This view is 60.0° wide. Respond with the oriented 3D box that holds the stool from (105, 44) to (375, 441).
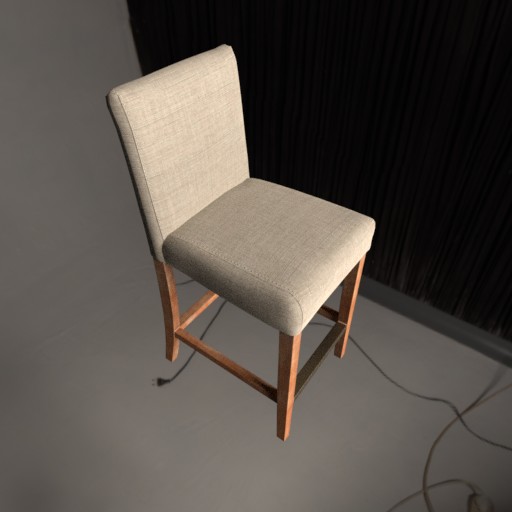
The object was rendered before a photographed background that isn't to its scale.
[{"bbox_3d":[0.000,0.000,1.352,0.567,1.039,0.454,25,48,26],"label":"stool"}]
